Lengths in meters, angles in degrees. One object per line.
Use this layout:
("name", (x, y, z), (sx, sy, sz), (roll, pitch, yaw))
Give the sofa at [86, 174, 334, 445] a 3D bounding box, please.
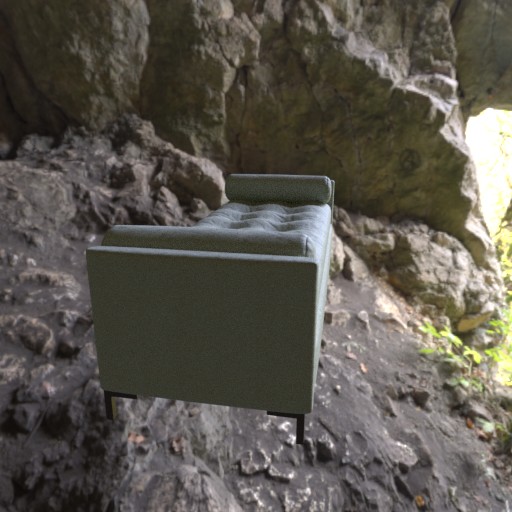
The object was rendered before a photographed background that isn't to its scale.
("sofa", (0.000, 0.000, 2.452), (0.796, 0.705, 2.102), (3, 17, 10))
